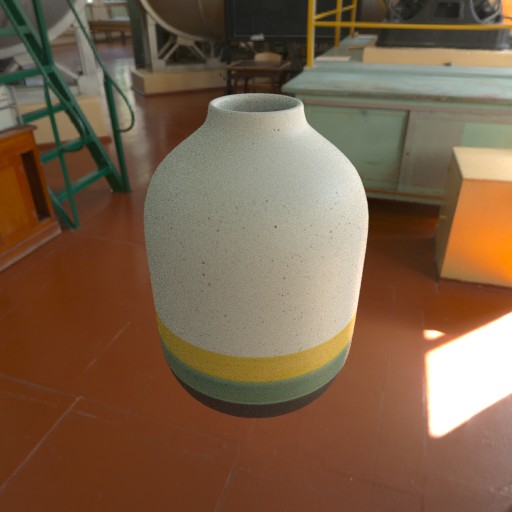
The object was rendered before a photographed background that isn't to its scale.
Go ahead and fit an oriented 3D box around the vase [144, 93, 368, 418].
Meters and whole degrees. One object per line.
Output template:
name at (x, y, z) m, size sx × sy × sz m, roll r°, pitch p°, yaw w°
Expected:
vase at (0.000, 0.000, 0.359) m, size 0.169 × 0.240 × 0.169 m, roll 0°, pitch 31°, yaw 0°
